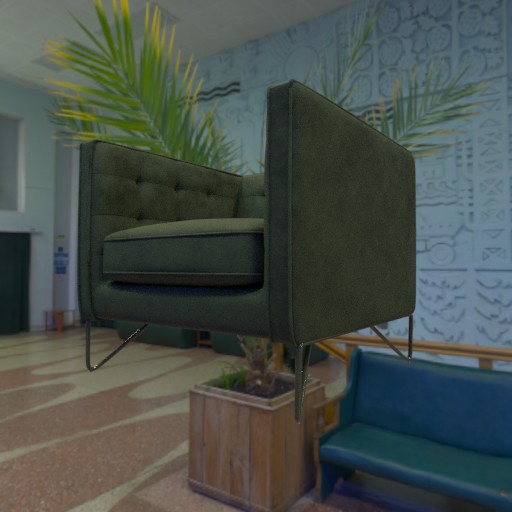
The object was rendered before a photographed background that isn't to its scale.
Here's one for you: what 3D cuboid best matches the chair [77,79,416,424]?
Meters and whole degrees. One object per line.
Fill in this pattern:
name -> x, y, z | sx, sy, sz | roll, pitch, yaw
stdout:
chair -> 0.000, 0.000, 1.574 | 0.880, 0.790, 0.894 | -1, -2, 37
